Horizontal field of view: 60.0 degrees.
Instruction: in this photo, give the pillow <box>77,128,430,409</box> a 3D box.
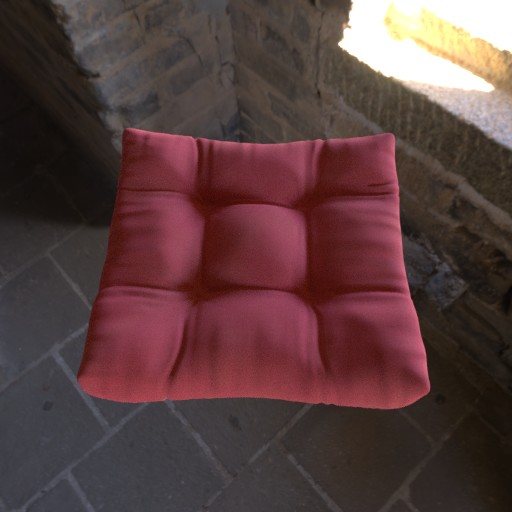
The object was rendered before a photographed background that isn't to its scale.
[{"bbox_3d":[0.000,0.000,0.724,0.490,0.128,0.468,1,63,1],"label":"pillow"}]
